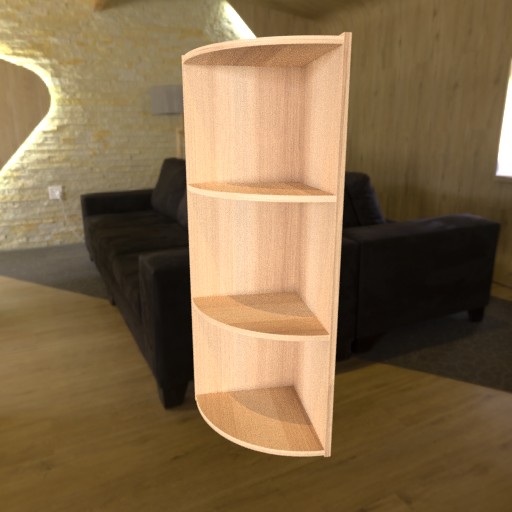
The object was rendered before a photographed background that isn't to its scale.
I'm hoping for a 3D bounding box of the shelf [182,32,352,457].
[{"bbox_3d":[0.000,0.000,1.001,0.290,0.872,0.290,-3,15,-10],"label":"shelf"}]
